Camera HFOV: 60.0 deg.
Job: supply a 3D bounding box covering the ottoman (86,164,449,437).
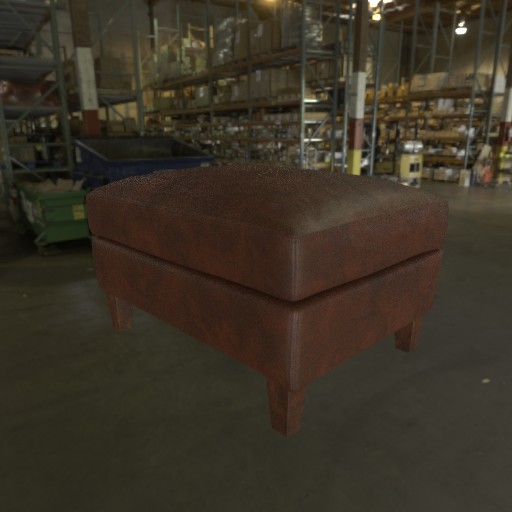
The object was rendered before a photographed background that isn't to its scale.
[{"bbox_3d":[0.000,0.000,1.307,0.659,0.527,0.887,-15,21,-42],"label":"ottoman"}]
